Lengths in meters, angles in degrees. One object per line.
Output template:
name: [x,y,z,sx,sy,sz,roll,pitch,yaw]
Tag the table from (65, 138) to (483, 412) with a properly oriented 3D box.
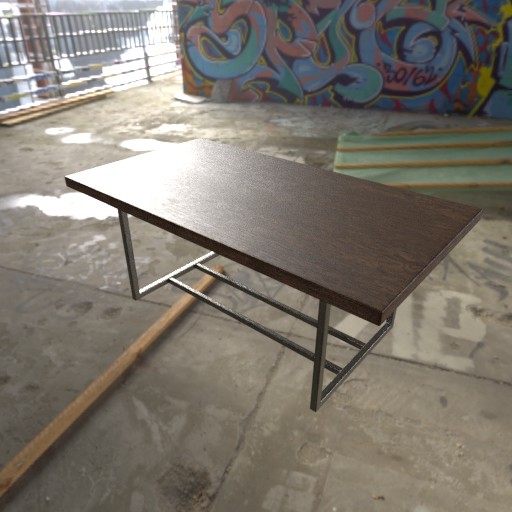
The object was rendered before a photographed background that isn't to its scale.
table: [0.000,0.000,2.555,1.989,0.795,1.078,23,37,34]
